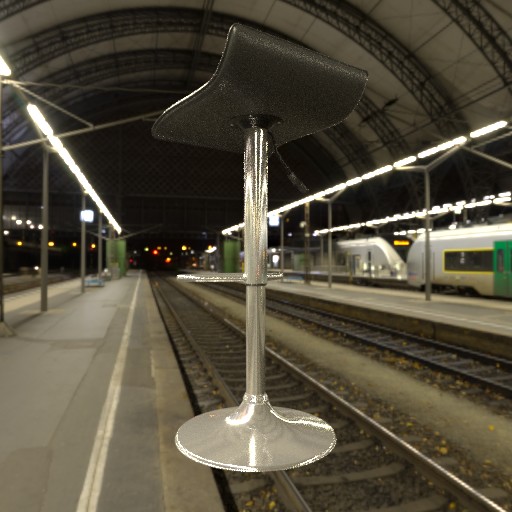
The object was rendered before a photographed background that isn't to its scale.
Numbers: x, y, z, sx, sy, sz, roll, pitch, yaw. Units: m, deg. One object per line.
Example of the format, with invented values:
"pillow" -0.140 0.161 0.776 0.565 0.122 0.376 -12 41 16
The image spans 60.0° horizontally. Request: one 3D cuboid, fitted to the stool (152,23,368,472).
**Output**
"stool" 0.000 0.000 1.062 0.381 0.851 0.381 1 -1 -36
